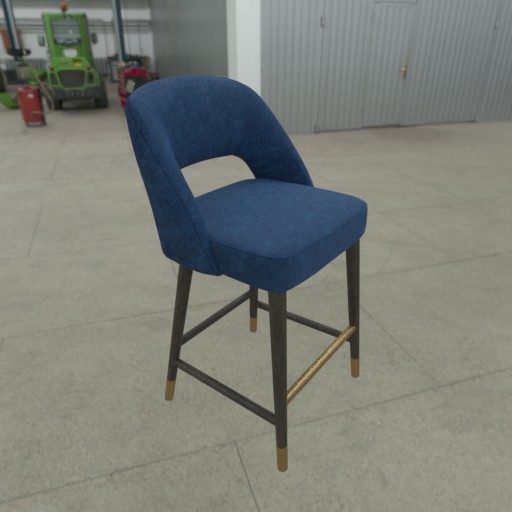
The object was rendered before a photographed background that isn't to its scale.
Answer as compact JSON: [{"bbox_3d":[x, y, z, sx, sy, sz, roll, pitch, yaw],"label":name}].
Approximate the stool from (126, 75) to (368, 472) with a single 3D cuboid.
[{"bbox_3d":[0.000,0.000,1.248,0.524,0.925,0.536,18,31,32],"label":"stool"}]
